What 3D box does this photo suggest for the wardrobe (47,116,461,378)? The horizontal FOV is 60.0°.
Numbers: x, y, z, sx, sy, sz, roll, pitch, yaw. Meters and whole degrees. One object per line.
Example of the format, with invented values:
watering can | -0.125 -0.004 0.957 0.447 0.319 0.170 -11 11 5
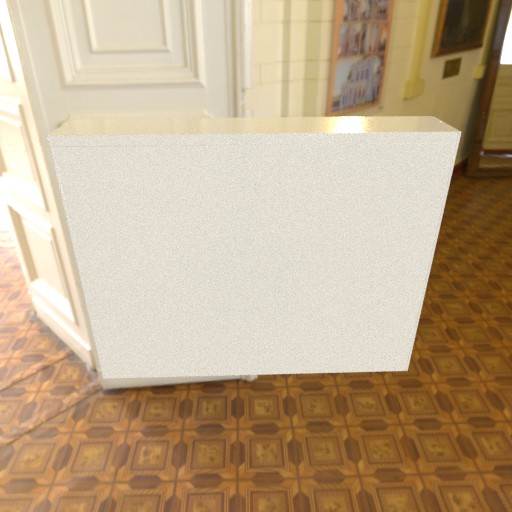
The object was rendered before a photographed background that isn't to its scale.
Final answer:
wardrobe | 0.000 0.000 4.041 3.000 2.360 0.580 -1 29 -2
